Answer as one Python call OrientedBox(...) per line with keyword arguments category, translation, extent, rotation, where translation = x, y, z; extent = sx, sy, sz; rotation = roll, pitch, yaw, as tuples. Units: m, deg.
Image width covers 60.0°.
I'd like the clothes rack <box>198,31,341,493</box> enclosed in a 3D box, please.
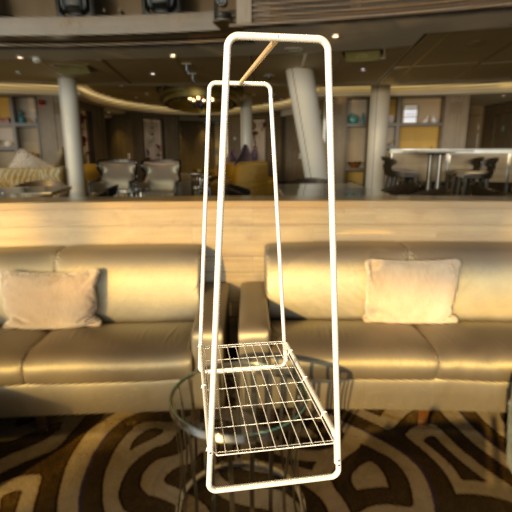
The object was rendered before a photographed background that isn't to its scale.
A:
OrientedBox(category="clothes rack", translation=(0.000, 0.000, 1.851), extent=(0.495, 1.500, 0.900), rotation=(-2, 13, -9))
